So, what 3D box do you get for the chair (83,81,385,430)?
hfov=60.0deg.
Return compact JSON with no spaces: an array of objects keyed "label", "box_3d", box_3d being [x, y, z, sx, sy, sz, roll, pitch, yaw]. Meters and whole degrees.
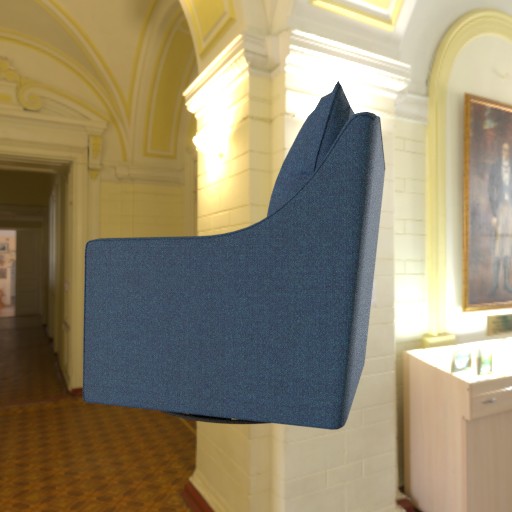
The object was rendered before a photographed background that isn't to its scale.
[{"label":"chair","box_3d":[0.000,0.000,1.567,0.870,0.939,0.750,0,-1,17]}]
